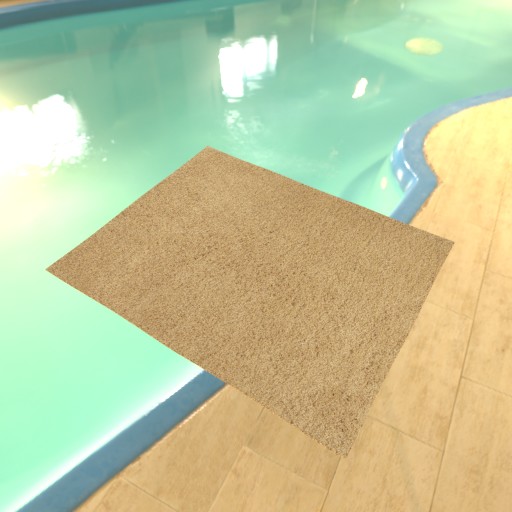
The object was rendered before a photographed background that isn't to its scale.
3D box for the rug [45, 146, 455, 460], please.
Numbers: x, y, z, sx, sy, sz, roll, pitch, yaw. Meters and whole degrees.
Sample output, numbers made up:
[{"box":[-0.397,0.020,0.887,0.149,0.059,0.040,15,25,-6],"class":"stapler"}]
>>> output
[{"box":[0.000,0.000,4.147,3.000,0.025,2.400,26,52,22],"class":"rug"}]
